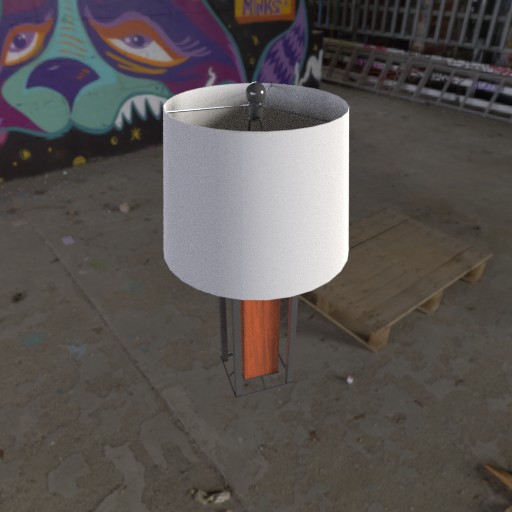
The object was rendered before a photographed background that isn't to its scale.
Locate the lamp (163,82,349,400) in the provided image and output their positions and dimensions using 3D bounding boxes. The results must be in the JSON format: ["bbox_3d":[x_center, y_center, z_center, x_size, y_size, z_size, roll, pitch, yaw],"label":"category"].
[{"bbox_3d":[0.000,0.000,0.792,0.320,0.591,0.320,0,33,0],"label":"lamp"}]
